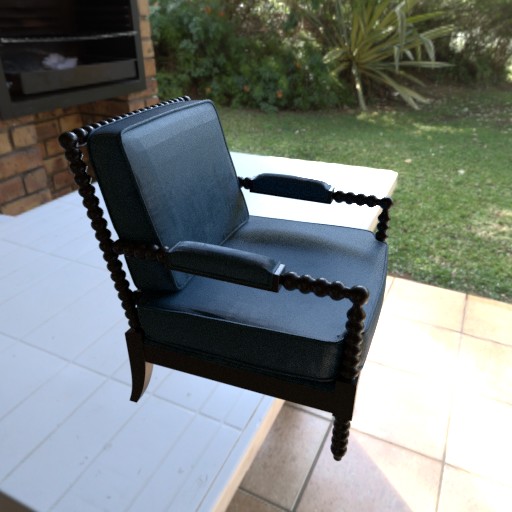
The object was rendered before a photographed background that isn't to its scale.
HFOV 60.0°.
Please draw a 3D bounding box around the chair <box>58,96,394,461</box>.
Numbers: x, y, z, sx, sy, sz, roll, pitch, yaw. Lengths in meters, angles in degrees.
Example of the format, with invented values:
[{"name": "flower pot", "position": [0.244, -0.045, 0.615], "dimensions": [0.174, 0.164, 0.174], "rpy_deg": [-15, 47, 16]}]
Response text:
[{"name": "chair", "position": [0.000, 0.000, 1.399], "dimensions": [0.805, 0.857, 0.688], "rpy_deg": [10, 30, 18]}]
